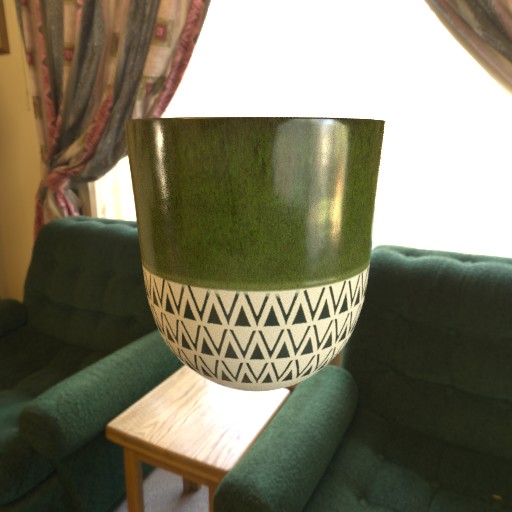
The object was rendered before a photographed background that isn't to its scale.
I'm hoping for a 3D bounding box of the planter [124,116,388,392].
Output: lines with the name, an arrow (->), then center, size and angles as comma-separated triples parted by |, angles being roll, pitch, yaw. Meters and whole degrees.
planter -> 0.000, 0.000, 0.464 | 0.245, 0.270, 0.245 | 0, 15, 0
